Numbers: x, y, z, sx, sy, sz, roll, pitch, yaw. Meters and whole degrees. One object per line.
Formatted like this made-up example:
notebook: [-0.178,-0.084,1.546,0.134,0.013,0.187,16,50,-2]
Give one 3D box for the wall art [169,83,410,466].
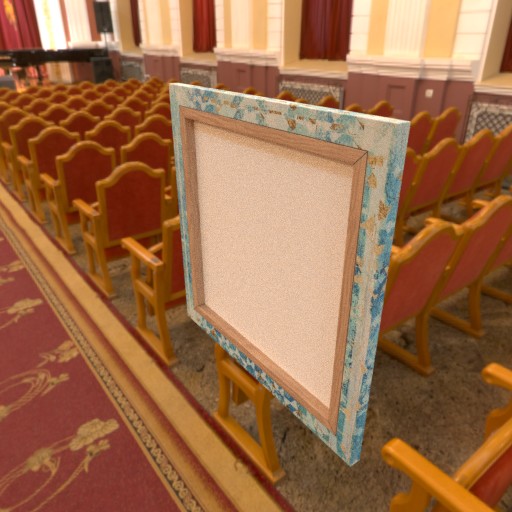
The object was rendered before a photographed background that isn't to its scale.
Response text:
wall art: [0.000,0.000,1.348,0.040,0.916,0.916,-18,32,-32]
